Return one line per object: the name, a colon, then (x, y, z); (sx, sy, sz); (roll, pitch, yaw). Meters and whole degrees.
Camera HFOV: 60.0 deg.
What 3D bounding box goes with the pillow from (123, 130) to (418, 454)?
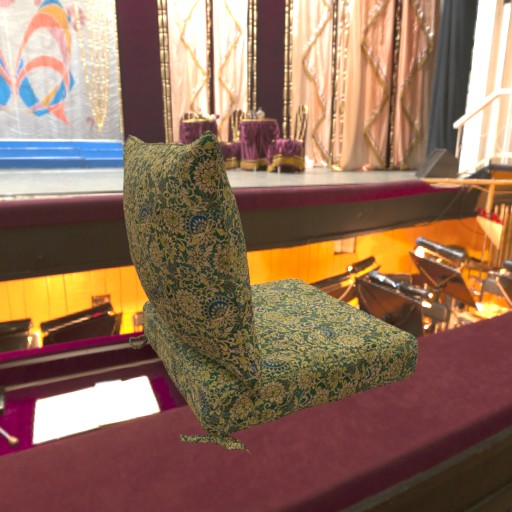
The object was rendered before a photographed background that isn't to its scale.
pillow: (0.000, 0.000, 1.357); (0.740, 0.722, 0.798); (-7, 16, -26)
